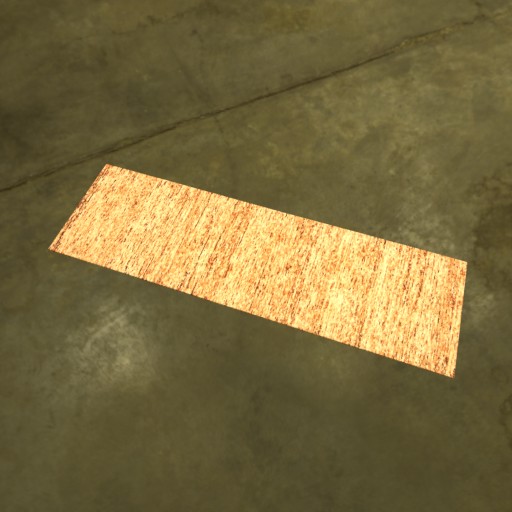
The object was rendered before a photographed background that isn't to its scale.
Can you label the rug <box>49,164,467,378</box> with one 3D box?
[{"bbox_3d":[0.000,0.000,2.470,2.237,0.014,0.680,16,61,10],"label":"rug"}]
